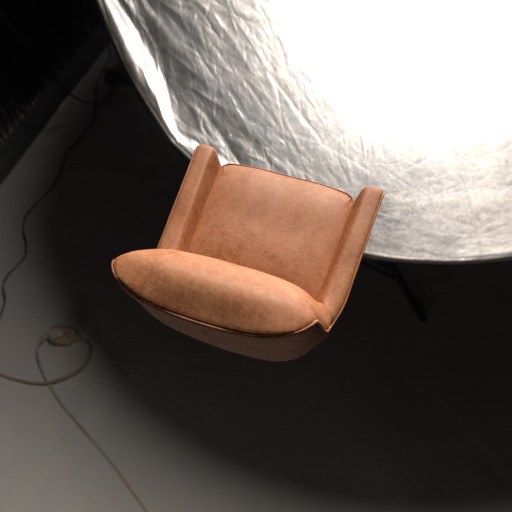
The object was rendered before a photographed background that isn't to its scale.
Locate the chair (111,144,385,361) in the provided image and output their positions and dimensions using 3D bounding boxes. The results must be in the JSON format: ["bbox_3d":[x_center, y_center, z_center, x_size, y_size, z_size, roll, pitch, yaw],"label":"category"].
[{"bbox_3d":[0.000,0.000,1.539,0.753,0.883,0.851,16,62,9],"label":"chair"}]
